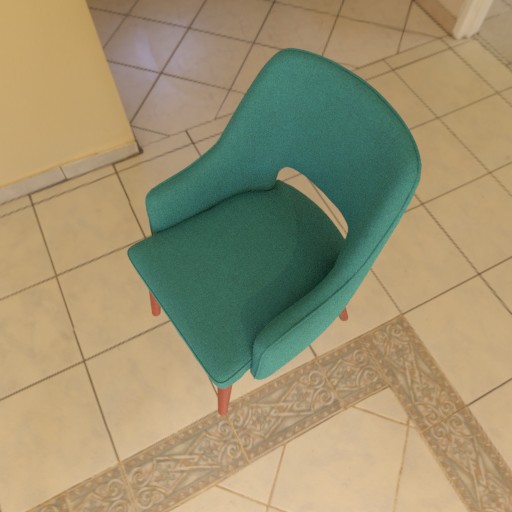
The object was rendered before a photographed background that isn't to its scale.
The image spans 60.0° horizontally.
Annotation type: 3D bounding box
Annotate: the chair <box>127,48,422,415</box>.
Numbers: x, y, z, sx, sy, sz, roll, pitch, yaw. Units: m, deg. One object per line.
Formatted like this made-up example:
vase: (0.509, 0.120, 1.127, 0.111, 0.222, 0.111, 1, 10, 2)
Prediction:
chair: (0.000, 0.000, 1.202, 0.605, 0.849, 0.548, -33, 67, -16)
